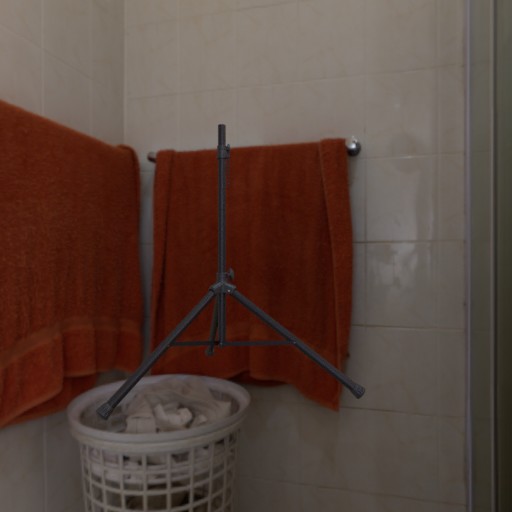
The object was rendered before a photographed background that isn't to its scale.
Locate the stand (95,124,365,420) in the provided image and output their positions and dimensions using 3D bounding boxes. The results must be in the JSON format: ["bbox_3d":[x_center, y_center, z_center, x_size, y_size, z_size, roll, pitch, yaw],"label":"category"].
[{"bbox_3d":[0.000,0.000,1.887,0.907,1.136,1.045,0,0,17],"label":"stand"}]
